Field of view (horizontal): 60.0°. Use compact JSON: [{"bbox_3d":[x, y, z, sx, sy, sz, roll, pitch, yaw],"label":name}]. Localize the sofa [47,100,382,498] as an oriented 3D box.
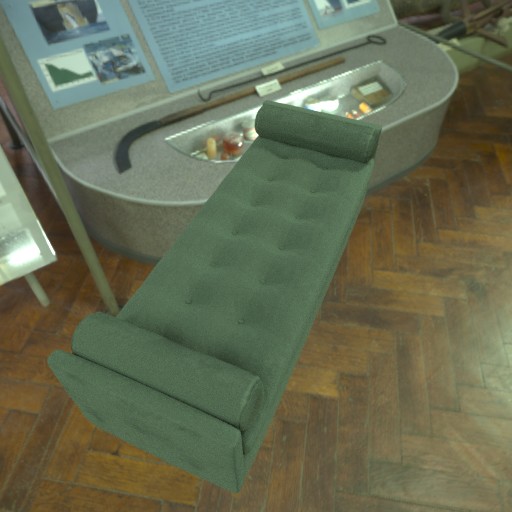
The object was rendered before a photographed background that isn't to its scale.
[{"bbox_3d":[0.000,0.000,2.367,0.796,0.705,2.102,18,50,16],"label":"sofa"}]
